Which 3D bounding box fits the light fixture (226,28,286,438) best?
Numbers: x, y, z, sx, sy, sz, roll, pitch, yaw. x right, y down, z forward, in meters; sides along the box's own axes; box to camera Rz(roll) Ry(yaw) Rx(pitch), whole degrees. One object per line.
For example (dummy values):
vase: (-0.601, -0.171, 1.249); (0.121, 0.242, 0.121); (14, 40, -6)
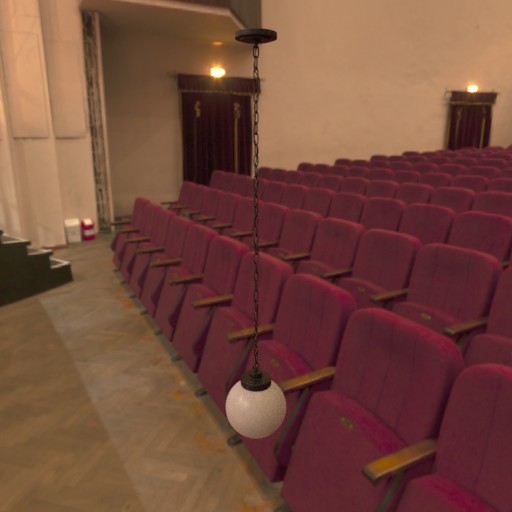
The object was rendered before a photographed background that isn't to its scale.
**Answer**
light fixture: (0.000, 0.000, 2.034); (0.305, 1.867, 0.304); (-7, 16, -26)
